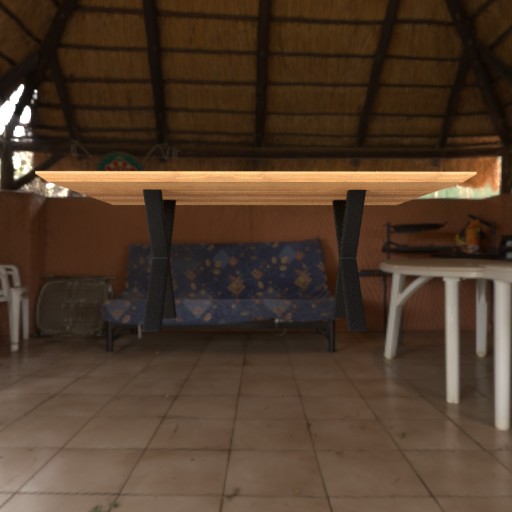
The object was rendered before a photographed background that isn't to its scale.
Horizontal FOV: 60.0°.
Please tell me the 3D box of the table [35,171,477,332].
[{"bbox_3d":[0.000,0.000,2.510,2.000,0.770,1.000,0,0,0],"label":"table"}]
